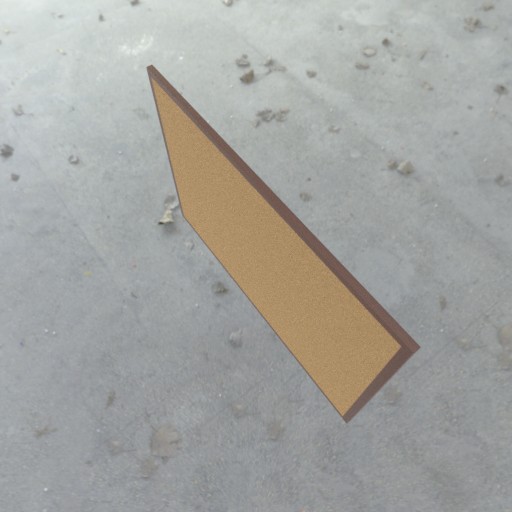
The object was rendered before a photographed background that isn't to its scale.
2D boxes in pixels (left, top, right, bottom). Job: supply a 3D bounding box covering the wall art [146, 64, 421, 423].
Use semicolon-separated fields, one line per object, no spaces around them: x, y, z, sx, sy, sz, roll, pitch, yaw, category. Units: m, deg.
0.000;0.000;0.864;0.014;0.455;0.660;-32;64;-17;wall art
